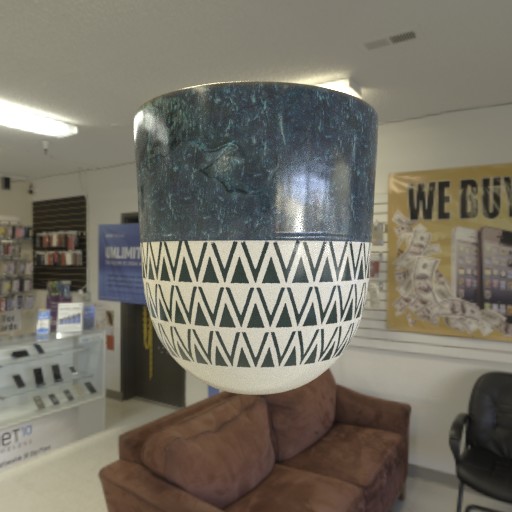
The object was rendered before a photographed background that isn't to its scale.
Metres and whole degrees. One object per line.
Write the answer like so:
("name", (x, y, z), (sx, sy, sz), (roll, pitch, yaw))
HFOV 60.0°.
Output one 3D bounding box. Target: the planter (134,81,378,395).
("planter", (0.000, 0.000, 0.366), (0.195, 0.214, 0.195), (0, 0, 0))
